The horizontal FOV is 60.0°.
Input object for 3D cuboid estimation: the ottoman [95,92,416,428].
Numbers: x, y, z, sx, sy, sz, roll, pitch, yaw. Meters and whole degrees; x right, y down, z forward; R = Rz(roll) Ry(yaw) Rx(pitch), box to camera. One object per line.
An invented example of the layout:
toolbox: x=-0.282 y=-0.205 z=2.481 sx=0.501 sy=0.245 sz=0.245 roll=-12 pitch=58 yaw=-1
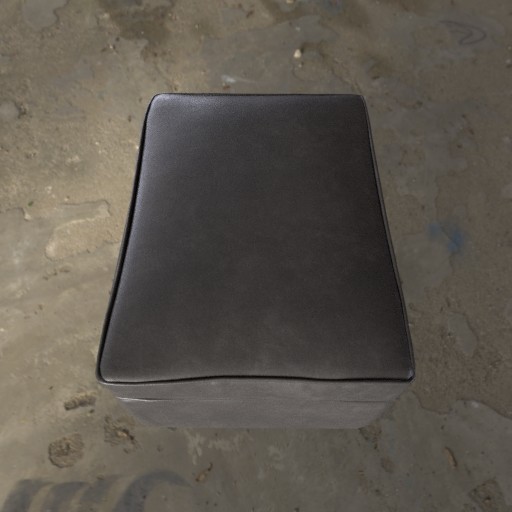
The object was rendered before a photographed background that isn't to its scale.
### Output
ottoman: x=0.000 y=0.000 z=1.090 sx=0.554 sy=0.445 sz=0.756 roll=0 pitch=58 yaw=0
